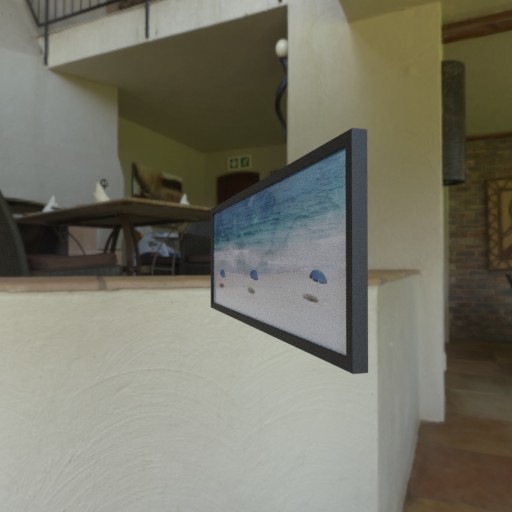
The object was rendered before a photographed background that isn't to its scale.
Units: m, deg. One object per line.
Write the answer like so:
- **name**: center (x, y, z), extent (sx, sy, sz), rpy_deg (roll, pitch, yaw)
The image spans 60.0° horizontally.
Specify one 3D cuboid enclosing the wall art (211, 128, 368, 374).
- **wall art**: center (0.000, 0.000, 1.752), extent (0.041, 0.554, 1.572), rpy_deg (0, -1, -17)
